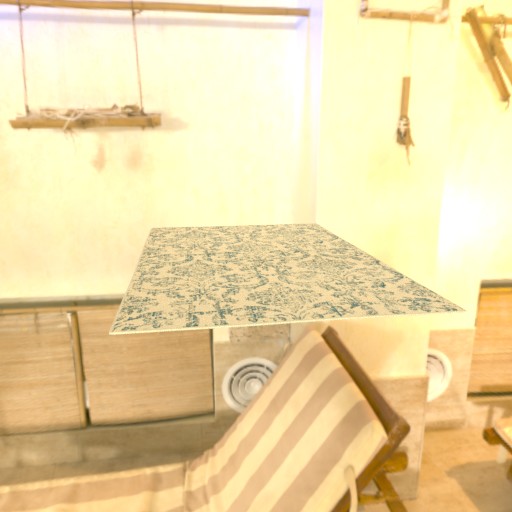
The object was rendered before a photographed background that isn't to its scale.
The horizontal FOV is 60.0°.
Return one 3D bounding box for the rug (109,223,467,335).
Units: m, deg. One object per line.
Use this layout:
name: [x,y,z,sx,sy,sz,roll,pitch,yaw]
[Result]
rug: [0.000,0.000,3.506,1.819,0.018,2.746,-2,14,-9]
